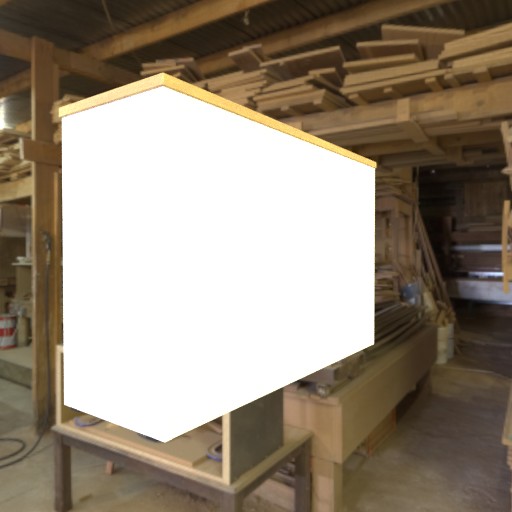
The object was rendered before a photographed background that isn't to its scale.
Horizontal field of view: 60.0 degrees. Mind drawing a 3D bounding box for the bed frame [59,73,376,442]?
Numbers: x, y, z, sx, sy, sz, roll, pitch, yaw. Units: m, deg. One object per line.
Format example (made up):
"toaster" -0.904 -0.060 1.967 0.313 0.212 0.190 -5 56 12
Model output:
"bed frame" 0.000 0.000 1.655 0.430 0.850 1.300 1 1 36
